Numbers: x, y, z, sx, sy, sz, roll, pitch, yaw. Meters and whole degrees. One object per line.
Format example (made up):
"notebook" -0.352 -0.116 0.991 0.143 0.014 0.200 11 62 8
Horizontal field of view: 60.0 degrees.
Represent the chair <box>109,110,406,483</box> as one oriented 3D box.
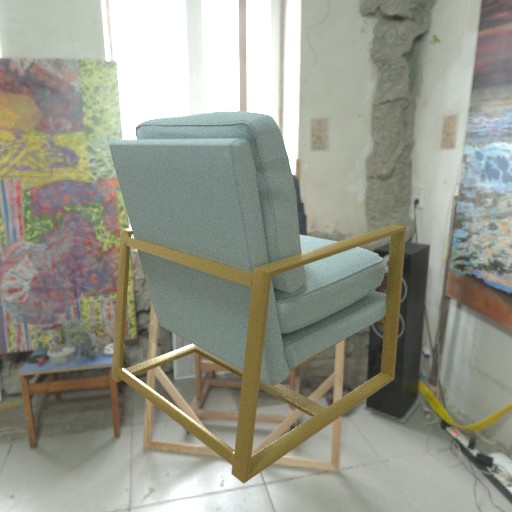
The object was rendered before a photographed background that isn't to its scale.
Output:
"chair" 0.000 0.000 1.584 0.813 0.956 0.758 -13 19 -42
